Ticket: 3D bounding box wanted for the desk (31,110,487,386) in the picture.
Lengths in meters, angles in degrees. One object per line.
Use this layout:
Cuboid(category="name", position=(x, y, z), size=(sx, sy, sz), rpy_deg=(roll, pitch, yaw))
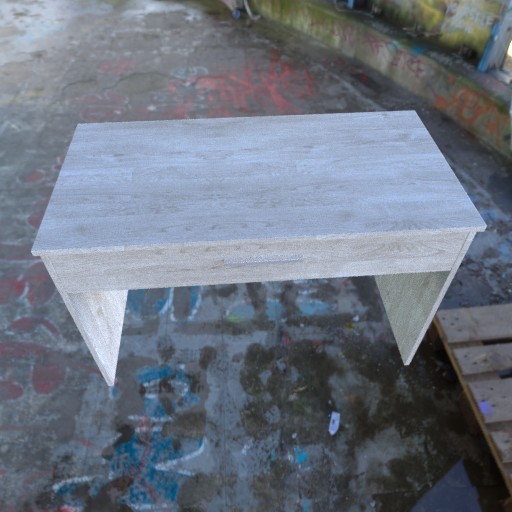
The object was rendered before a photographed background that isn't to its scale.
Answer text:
Cuboid(category="desk", position=(0.000, 0.000, 1.522), size=(1.100, 0.730, 0.560), rpy_deg=(-3, 47, -3))
